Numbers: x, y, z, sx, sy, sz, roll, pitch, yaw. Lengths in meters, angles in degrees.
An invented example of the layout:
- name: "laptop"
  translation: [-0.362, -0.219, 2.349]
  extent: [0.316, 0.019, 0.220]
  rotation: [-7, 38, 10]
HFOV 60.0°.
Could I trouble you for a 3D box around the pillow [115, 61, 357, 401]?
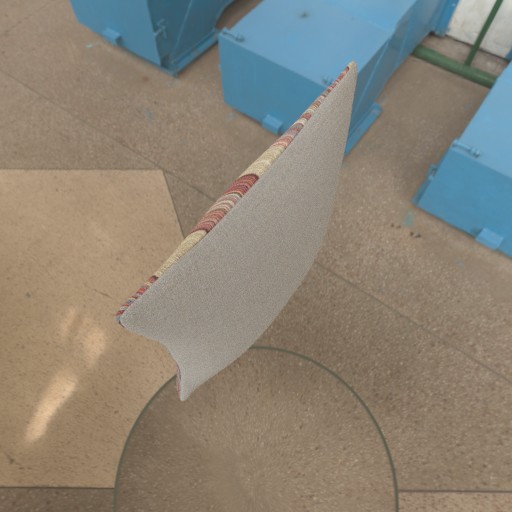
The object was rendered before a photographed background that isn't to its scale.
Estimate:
- name: "pillow"
  translation: [0.000, 0.000, 0.666]
  extent: [0.136, 0.419, 0.437]
  rotation: [33, 67, 16]
